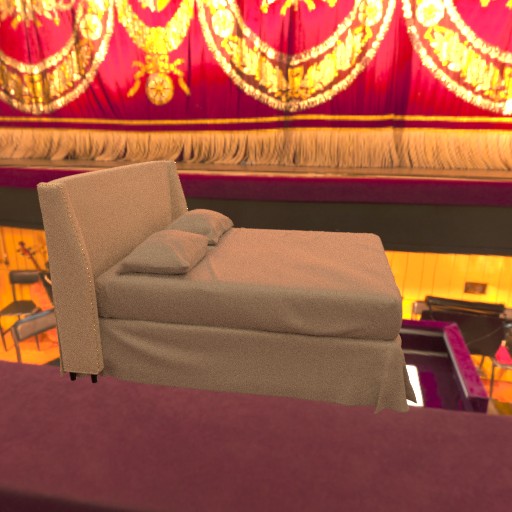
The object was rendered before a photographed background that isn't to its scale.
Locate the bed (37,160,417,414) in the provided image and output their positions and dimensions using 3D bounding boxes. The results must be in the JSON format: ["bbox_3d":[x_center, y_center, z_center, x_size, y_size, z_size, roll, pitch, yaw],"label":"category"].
[{"bbox_3d":[0.000,0.000,3.448,2.276,1.332,1.925,3,17,10],"label":"bed"}]
